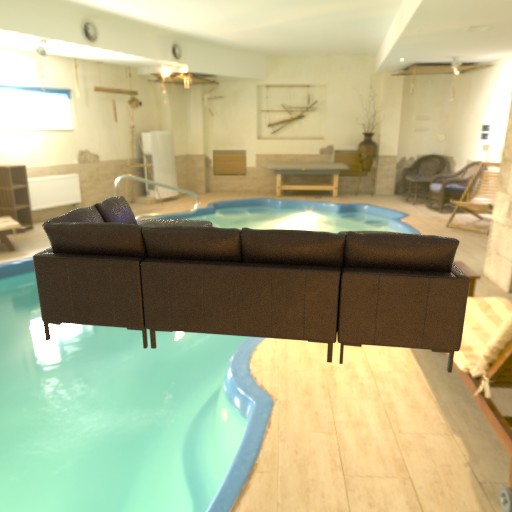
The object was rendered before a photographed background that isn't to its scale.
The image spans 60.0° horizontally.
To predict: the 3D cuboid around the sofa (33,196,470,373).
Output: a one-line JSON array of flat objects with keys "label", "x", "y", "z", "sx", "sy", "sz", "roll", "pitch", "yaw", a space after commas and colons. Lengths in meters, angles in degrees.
[{"label": "sofa", "x": 0.000, "y": 0.000, "z": 3.859, "sx": 2.956, "sy": 0.900, "sz": 1.939, "roll": 3, "pitch": 16, "yaw": 9}]
